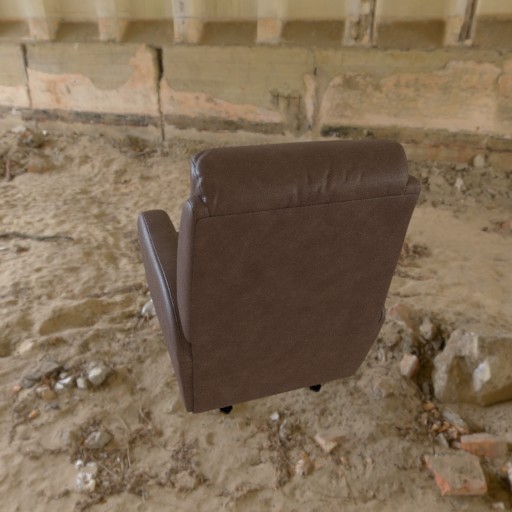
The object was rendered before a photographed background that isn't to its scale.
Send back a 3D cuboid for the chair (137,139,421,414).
[{"bbox_3d":[0.000,0.000,1.792,0.865,1.067,1.067,-8,27,-16],"label":"chair"}]
